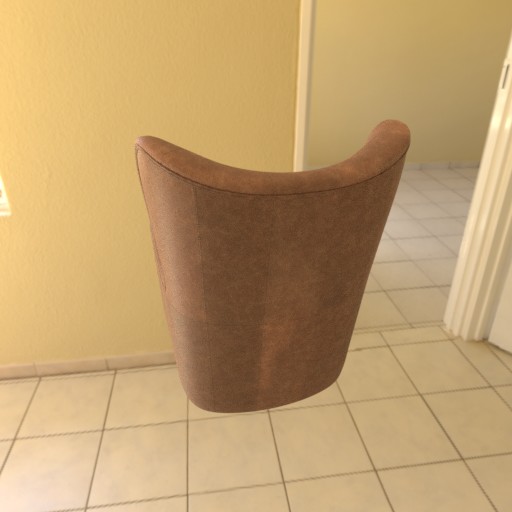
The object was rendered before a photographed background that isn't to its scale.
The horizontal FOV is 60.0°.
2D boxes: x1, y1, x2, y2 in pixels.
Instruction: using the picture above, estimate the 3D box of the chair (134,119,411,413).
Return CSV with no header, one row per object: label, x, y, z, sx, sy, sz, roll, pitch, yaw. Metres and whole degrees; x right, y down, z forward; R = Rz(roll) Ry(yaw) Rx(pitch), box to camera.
chair,0.000,0.000,1.740,0.831,1.079,0.930,-8,28,-15
